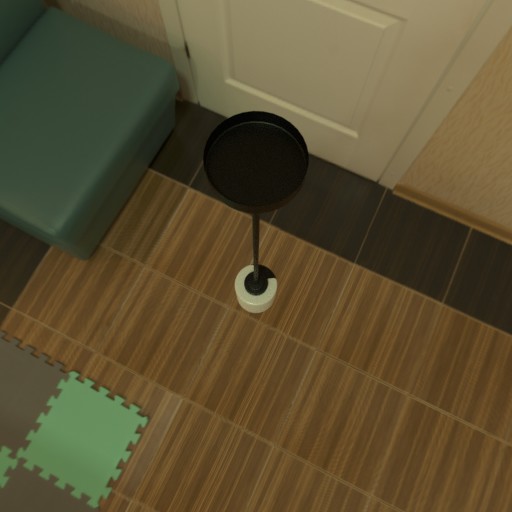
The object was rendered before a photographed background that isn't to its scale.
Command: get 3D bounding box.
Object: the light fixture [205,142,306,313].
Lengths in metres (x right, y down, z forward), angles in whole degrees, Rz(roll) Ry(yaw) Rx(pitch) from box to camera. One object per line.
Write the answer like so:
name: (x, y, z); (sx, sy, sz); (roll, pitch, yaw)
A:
light fixture: (0.000, 0.000, 0.932); (0.123, 0.863, 0.123); (-3, 75, -1)
